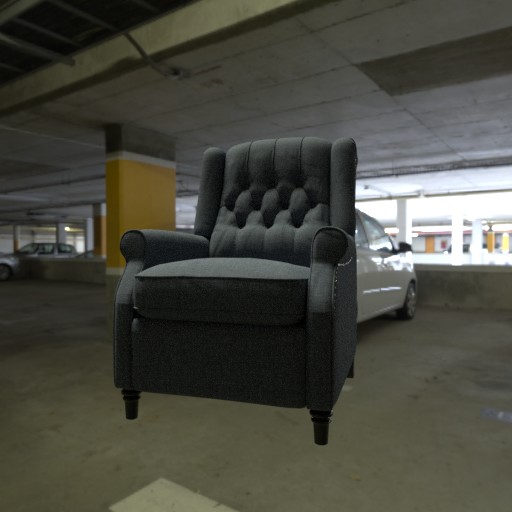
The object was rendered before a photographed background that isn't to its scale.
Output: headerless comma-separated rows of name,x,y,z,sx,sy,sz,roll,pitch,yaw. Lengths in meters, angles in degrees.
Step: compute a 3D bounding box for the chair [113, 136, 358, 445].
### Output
chair,0.000,0.000,1.656,0.742,1.035,0.898,0,1,18
